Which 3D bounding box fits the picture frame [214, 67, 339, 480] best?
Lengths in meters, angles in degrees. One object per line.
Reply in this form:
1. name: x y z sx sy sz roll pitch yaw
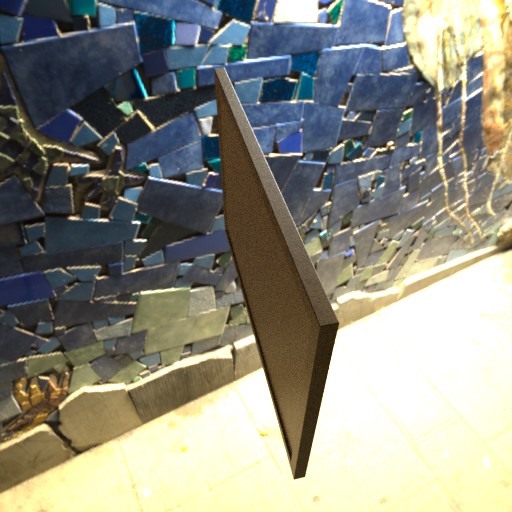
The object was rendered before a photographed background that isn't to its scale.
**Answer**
1. picture frame: 0.000 0.000 1.167 0.029 0.621 0.922 -9 46 -9
